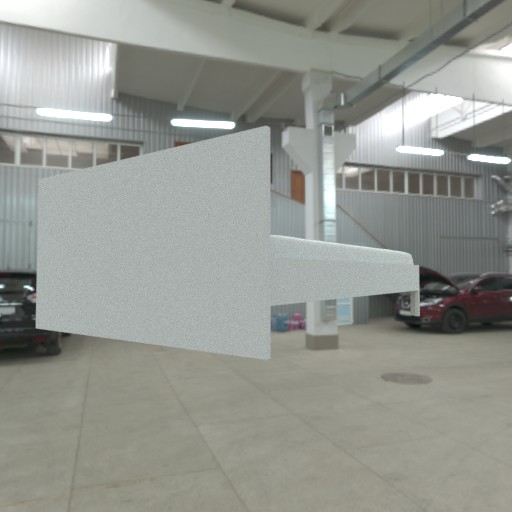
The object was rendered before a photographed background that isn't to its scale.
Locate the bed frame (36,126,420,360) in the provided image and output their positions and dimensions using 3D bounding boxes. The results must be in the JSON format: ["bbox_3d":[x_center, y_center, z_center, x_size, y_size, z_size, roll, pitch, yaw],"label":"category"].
[{"bbox_3d":[0.000,0.000,2.735,1.490,0.800,1.950,-2,-3,36],"label":"bed frame"}]
